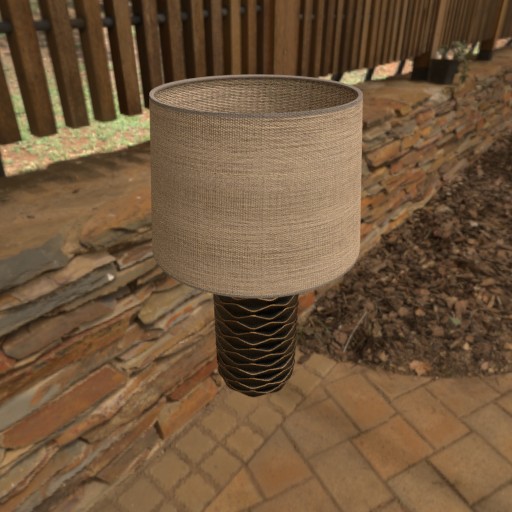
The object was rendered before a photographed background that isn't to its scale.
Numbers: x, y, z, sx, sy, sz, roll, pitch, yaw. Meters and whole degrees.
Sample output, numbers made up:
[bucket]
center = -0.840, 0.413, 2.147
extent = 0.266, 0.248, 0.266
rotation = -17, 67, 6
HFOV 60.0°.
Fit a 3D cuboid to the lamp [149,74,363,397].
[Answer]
[lamp]
center = 0.000, 0.000, 0.836
extent = 0.376, 0.594, 0.376
rotation = 0, 30, 0
